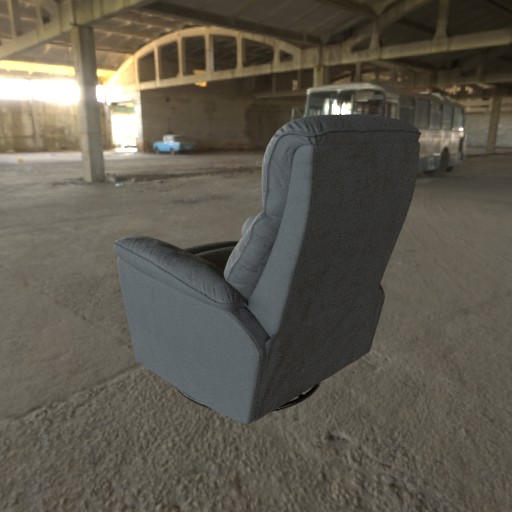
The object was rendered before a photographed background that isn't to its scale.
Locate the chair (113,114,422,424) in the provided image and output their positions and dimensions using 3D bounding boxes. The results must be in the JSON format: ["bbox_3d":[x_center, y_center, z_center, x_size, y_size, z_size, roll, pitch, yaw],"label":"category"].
[{"bbox_3d":[0.000,0.000,1.735,0.820,1.037,1.004,-14,21,-42],"label":"chair"}]
